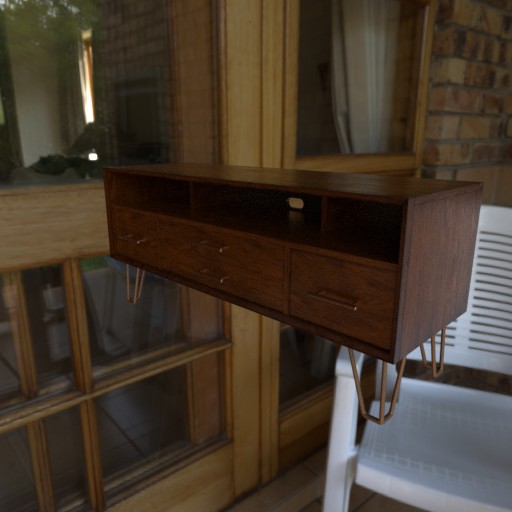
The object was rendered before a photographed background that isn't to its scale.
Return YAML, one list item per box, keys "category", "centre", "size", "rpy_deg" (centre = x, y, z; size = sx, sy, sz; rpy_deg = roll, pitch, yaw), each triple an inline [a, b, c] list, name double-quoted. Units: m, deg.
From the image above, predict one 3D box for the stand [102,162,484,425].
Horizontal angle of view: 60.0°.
- category: "stand"
  centre: [0.000, 0.000, 1.656]
  size: [1.372, 0.610, 0.481]
  rpy_deg: [14, 21, 42]
